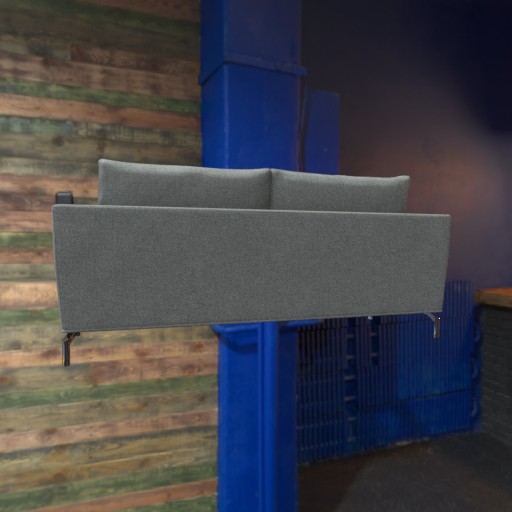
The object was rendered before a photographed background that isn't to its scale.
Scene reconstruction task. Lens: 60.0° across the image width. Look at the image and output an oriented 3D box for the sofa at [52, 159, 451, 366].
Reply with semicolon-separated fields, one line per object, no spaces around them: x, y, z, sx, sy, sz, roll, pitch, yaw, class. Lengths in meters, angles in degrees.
0.000;0.000;2.733;2.212;1.002;0.869;0;1;-18;sofa
